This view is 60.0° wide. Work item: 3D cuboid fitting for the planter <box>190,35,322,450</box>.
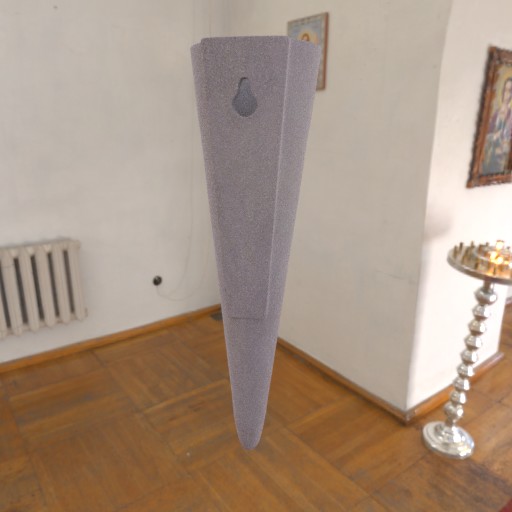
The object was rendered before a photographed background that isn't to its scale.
[{"bbox_3d":[0.000,0.000,0.303,0.078,0.259,0.087,2,17,8],"label":"planter"}]
